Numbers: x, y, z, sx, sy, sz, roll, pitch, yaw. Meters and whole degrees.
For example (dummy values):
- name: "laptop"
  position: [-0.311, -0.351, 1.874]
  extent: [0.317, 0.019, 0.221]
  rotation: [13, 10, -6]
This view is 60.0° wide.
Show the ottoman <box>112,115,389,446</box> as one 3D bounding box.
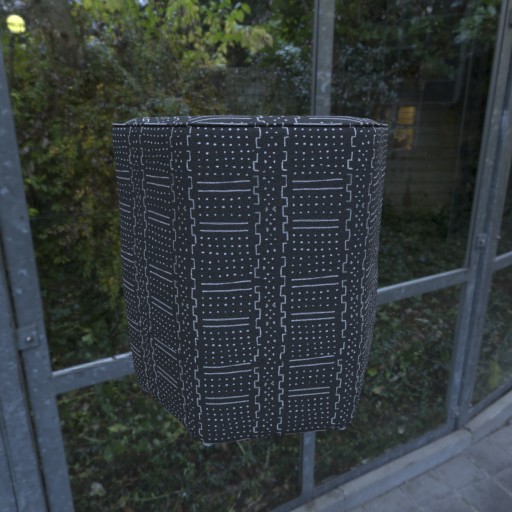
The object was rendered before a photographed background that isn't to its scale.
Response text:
- name: "ottoman"
  position: [0.000, 0.000, 0.843]
  extent: [0.494, 0.502, 0.443]
  rotation: [-3, 17, -10]
